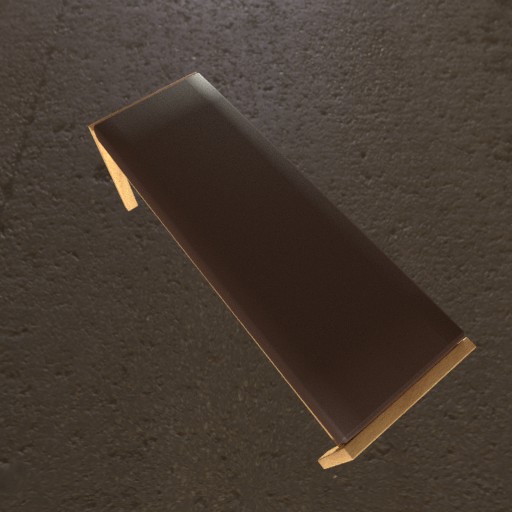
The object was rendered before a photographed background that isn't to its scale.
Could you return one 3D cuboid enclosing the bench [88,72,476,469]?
[{"bbox_3d":[0.000,0.000,1.402,0.405,0.480,1.200,-34,67,-17],"label":"bench"}]
